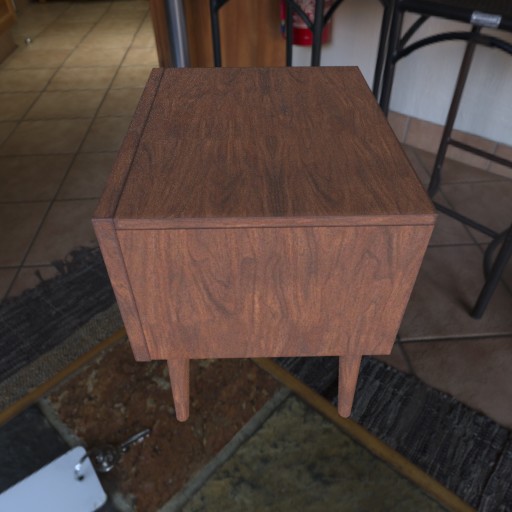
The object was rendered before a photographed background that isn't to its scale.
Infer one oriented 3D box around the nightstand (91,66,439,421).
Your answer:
[{"bbox_3d":[0.000,0.000,0.947,0.445,0.607,0.521,-1,42,-1],"label":"nightstand"}]
